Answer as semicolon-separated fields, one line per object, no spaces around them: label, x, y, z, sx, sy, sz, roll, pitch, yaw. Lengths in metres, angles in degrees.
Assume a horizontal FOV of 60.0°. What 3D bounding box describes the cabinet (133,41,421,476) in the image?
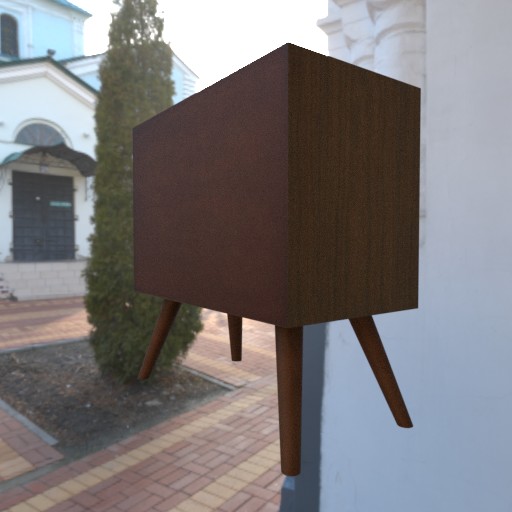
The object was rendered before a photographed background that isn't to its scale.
cabinet;0.000;0.000;1.157;0.388;0.748;0.712;-1;2;-36
